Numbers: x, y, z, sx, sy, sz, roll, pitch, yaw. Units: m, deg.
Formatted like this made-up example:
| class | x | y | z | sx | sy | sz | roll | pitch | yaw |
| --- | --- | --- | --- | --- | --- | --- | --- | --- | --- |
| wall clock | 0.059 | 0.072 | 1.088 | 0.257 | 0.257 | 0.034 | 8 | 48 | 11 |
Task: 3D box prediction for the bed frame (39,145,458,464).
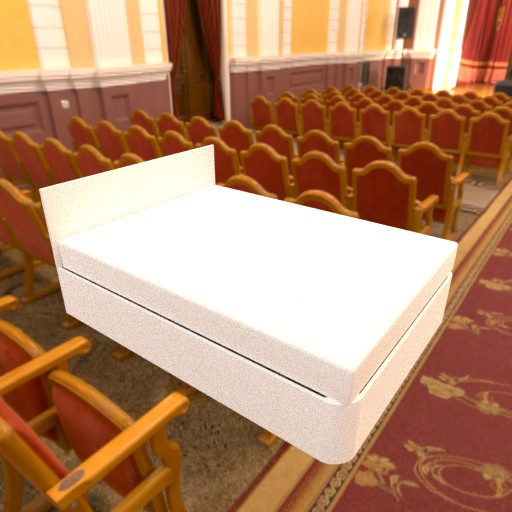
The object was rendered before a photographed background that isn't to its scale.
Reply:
| class | x | y | z | sx | sy | sz | roll | pitch | yaw |
| --- | --- | --- | --- | --- | --- | --- | --- | --- | --- |
| bed frame | 0.000 | 0.000 | 2.577 | 1.900 | 0.800 | 1.400 | 18 | 32 | 33 |
